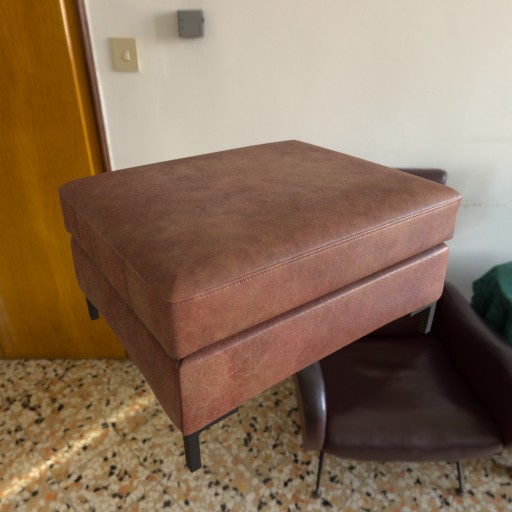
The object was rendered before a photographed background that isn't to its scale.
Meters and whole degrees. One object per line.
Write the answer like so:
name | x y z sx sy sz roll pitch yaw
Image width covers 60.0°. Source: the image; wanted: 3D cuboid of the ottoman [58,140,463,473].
ottoman | 0.000 0.000 1.751 1.186 0.667 0.965 -19 34 -31
